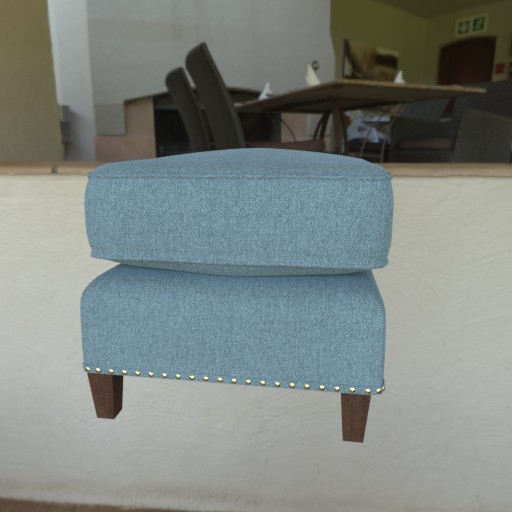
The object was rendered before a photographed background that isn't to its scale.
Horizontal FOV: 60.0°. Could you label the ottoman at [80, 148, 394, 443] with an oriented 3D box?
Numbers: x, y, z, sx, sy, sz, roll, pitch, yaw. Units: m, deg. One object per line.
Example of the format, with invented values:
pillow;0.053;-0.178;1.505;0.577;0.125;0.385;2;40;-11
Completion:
ottoman;0.000;0.000;1.134;0.589;0.537;0.738;2;14;8
